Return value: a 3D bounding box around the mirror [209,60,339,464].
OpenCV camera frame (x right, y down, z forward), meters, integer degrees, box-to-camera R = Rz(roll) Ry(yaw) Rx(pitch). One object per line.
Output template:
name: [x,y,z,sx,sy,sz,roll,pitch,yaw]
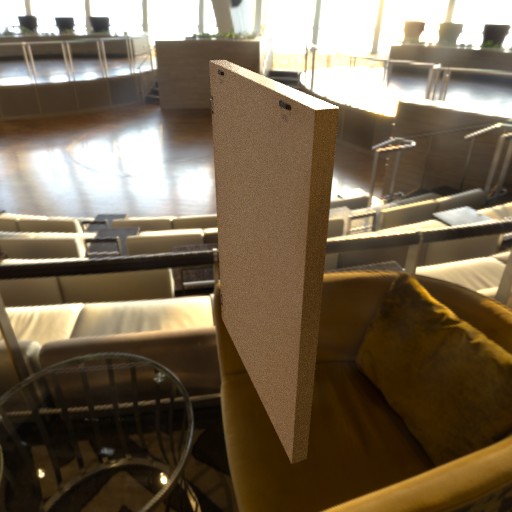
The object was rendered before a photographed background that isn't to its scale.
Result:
mirror: [0.000,0.000,0.942,0.039,0.710,0.507,-11,32,-17]
